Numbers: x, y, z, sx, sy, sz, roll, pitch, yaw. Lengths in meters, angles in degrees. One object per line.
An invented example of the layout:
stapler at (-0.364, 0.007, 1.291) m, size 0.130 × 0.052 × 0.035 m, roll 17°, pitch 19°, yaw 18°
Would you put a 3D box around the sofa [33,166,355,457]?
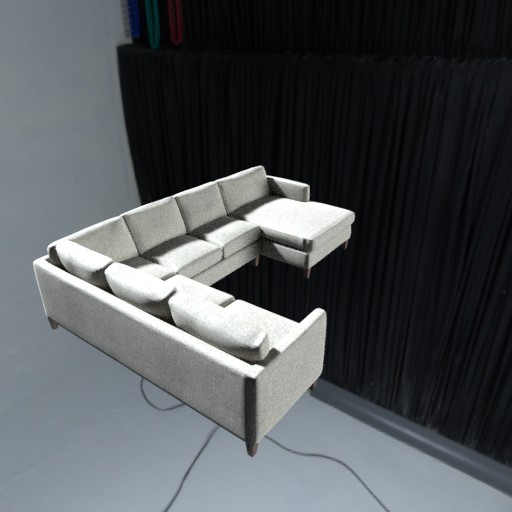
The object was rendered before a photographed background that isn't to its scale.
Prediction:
sofa at (0.000, 0.000, 4.686) m, size 2.593 × 0.959 × 3.460 m, roll 19°, pitch 33°, yaw 32°
